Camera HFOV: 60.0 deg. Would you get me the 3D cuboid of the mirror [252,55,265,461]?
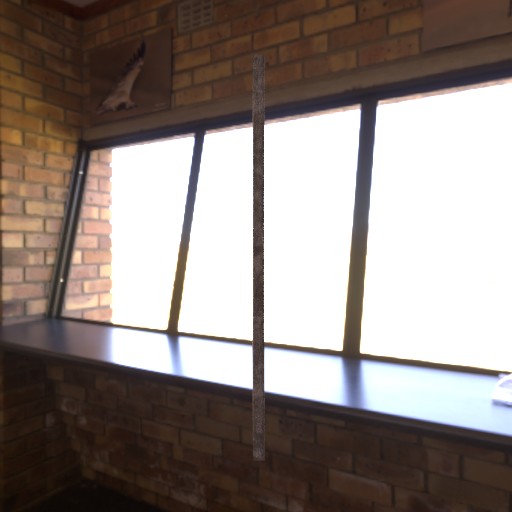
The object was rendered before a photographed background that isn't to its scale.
[{"bbox_3d":[0.000,0.000,1.419,0.022,0.795,1.101,0,1,-1],"label":"mirror"}]
